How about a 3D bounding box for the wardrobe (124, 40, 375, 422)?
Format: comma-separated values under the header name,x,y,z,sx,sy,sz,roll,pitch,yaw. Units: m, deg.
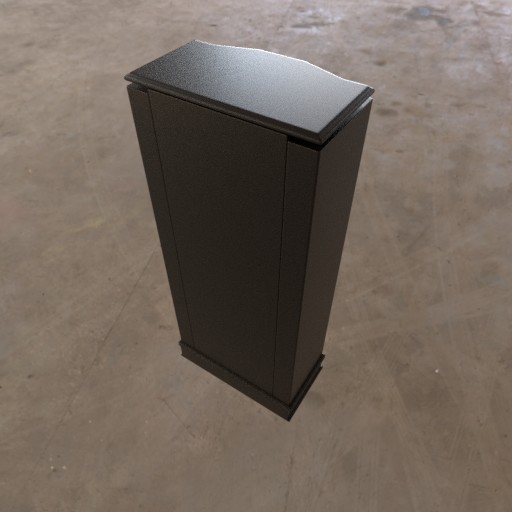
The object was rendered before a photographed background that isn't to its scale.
name,x,y,z,sx,sy,sz,roll,pitch,yaw
wardrobe,0.000,0.000,1.213,0.444,1.011,0.295,25,51,22
